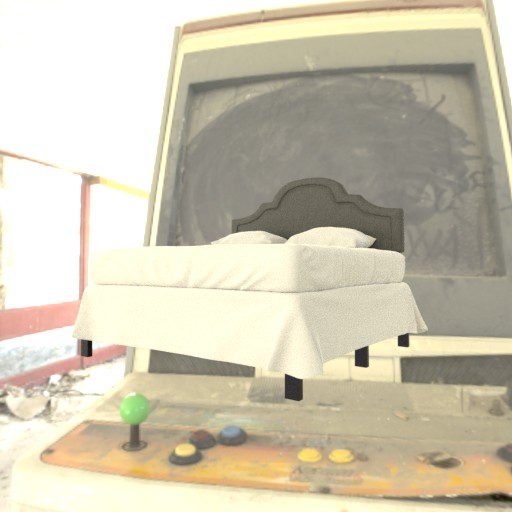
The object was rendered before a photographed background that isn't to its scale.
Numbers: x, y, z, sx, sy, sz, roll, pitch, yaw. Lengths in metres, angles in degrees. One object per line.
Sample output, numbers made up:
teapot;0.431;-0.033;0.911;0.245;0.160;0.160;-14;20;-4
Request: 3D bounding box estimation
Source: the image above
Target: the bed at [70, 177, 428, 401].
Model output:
bed;0.000;0.000;3.812;2.303;1.631;2.222;-1;-1;36
